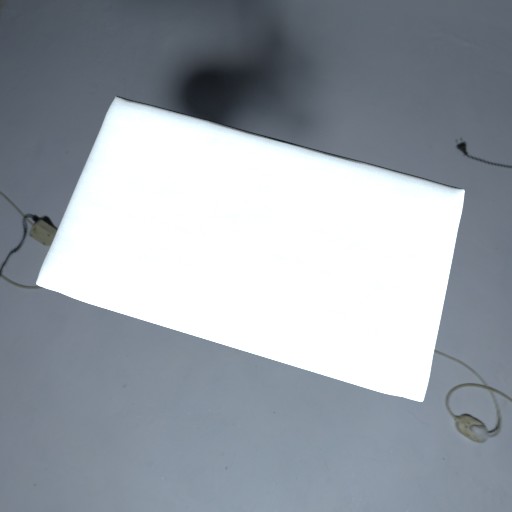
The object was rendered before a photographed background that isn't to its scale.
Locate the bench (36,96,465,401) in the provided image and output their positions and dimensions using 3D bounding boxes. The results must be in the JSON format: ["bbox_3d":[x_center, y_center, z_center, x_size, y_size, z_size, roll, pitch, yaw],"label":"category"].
[{"bbox_3d":[0.000,0.000,1.203,0.887,0.449,0.500,16,77,4],"label":"bench"}]
